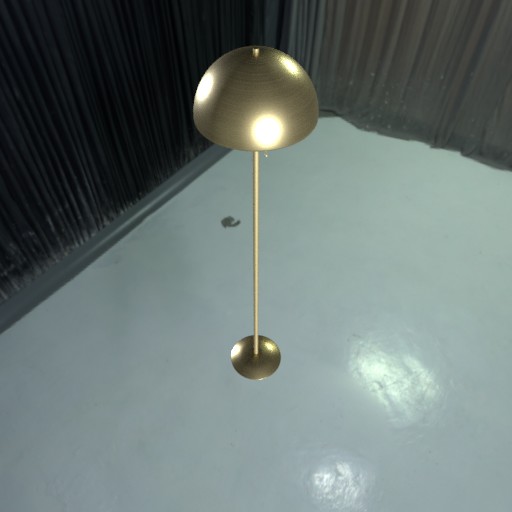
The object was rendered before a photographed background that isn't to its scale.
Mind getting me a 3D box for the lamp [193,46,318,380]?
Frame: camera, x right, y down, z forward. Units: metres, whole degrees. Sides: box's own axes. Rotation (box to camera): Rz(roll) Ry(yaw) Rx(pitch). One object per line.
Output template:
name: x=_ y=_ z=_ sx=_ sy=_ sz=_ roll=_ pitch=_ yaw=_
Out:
lamp: x=0.000 y=0.000 z=1.597 sx=0.328 sy=1.480 sz=0.328 roll=24 pitch=53 yaw=19
